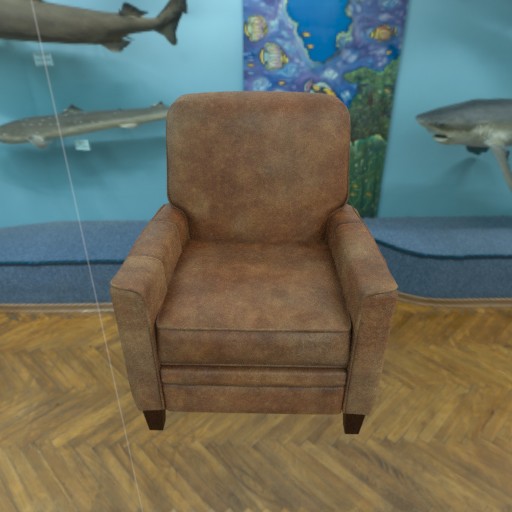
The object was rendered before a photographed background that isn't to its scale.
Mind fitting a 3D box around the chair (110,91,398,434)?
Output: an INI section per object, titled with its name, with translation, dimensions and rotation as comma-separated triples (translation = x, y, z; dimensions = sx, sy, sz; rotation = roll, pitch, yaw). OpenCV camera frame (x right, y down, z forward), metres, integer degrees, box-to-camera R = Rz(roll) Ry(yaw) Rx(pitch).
[chair]
translation = 0.000, 0.000, 1.647
dimensions = 0.843, 1.043, 0.836
rotation = 1, 30, 1
